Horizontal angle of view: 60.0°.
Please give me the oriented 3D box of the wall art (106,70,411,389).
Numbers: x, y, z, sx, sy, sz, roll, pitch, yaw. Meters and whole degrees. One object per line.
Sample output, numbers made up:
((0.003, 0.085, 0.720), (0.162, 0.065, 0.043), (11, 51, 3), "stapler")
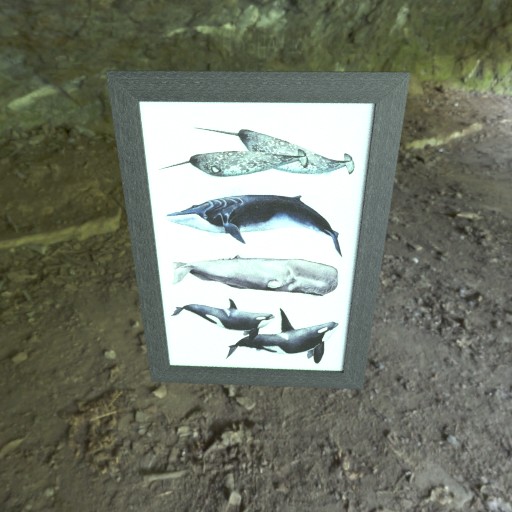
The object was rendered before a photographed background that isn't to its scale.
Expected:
((0.000, 0.000, 1.445), (0.810, 1.116, 0.016), (1, 28, 3), "wall art")
